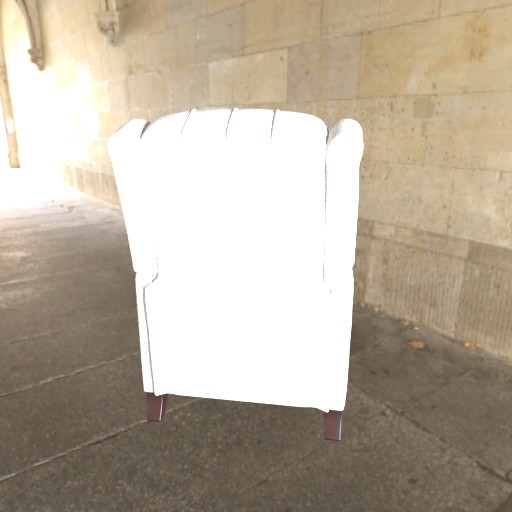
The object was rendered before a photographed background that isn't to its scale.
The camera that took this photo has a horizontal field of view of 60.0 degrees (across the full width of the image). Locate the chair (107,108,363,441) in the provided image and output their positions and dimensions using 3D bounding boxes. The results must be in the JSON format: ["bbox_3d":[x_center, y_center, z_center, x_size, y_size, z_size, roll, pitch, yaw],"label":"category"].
[{"bbox_3d":[0.000,0.000,1.668,0.742,1.035,0.902,3,17,9],"label":"chair"}]
